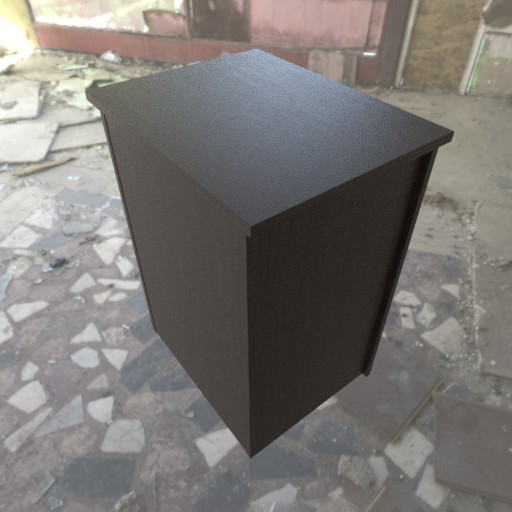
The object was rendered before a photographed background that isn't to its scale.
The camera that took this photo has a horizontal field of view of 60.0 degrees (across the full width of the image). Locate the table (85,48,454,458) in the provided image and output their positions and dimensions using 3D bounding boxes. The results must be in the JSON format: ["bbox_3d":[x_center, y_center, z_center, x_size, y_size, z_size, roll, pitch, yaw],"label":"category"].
[{"bbox_3d":[0.000,0.000,0.923,0.381,0.635,0.480,-27,49,-27],"label":"table"}]
